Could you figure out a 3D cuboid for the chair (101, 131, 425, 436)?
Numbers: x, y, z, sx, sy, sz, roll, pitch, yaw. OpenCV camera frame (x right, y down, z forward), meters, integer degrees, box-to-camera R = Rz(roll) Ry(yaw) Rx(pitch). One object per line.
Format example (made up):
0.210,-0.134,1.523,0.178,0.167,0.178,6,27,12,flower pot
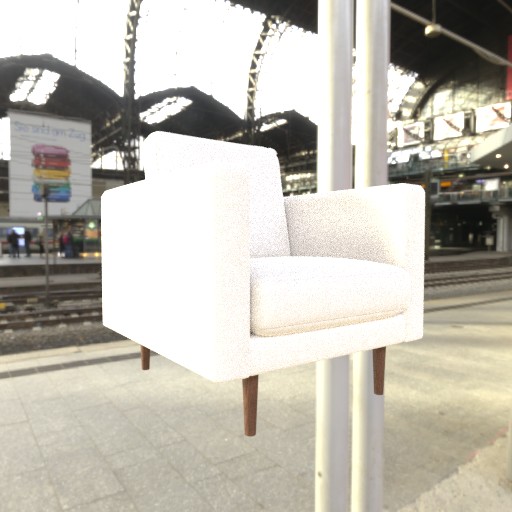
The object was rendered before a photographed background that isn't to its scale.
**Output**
0.000,0.000,1.563,0.831,0.899,0.879,-2,3,-36,chair
